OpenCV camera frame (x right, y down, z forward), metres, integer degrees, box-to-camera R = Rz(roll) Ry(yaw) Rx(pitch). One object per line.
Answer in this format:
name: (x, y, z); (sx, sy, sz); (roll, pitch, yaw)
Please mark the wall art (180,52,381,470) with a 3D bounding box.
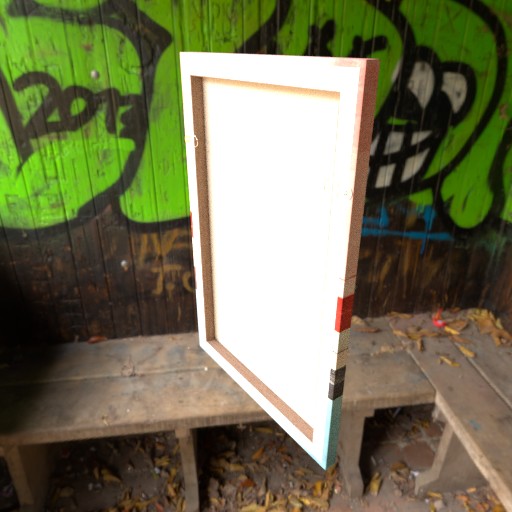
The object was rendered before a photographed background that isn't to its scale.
wall art: (0.000, 0.000, 1.106); (0.038, 0.914, 0.610); (-18, 31, -32)
